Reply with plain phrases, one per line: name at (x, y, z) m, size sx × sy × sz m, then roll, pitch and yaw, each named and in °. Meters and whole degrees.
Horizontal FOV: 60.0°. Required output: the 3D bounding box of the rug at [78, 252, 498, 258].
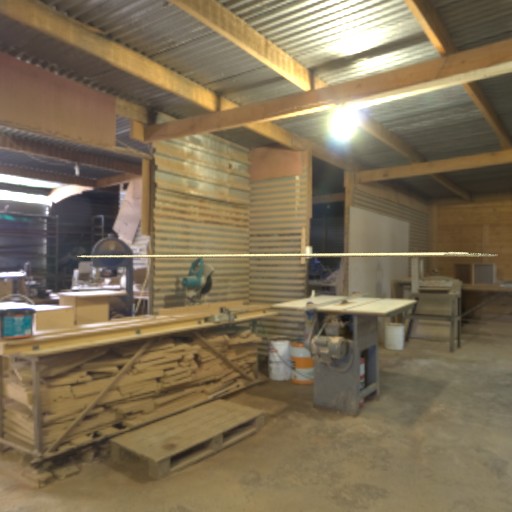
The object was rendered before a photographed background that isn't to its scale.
rug at (0.000, 0.000, 2.625) m, size 2.449 × 0.011 × 0.774 m, roll 0°, pitch -1°, yaw 35°
